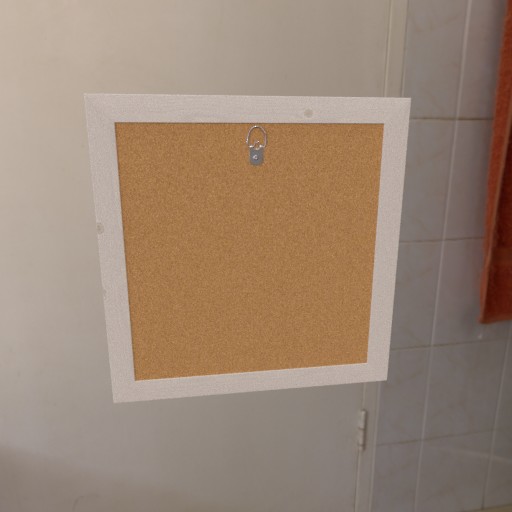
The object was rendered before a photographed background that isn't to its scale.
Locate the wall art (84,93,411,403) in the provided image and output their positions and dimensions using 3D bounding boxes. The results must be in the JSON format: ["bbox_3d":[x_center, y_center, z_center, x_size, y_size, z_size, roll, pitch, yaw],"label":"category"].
[{"bbox_3d":[0.000,0.000,0.848,0.572,0.577,0.015,-2,15,-8],"label":"wall art"}]
